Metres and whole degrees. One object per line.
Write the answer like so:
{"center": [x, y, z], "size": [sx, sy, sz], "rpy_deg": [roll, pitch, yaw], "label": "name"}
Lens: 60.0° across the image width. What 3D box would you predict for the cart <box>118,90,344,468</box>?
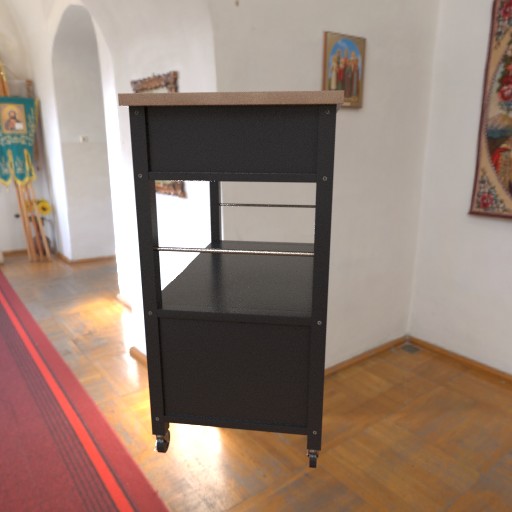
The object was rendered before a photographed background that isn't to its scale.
{"center": [0.000, 0.000, 1.397], "size": [0.459, 0.901, 0.840], "rpy_deg": [2, 15, 8], "label": "cart"}
